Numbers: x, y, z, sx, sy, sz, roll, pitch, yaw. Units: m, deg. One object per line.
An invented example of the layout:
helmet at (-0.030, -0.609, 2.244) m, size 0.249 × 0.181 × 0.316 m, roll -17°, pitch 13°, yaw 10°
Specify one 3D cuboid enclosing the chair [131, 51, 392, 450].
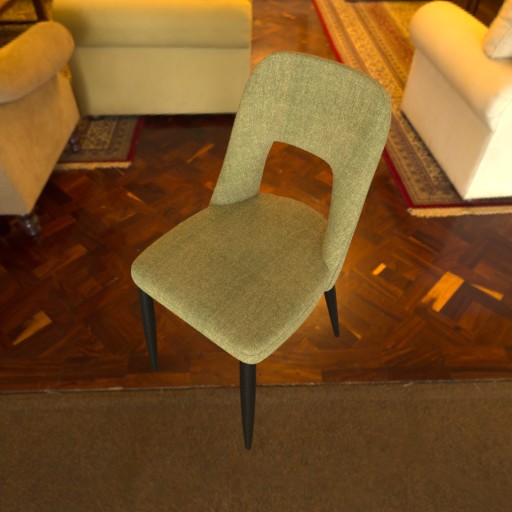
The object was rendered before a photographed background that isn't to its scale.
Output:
chair at (0.000, 0.000, 1.266) m, size 0.470 × 0.931 × 0.612 m, roll 30°, pitch 53°, yaw 26°
